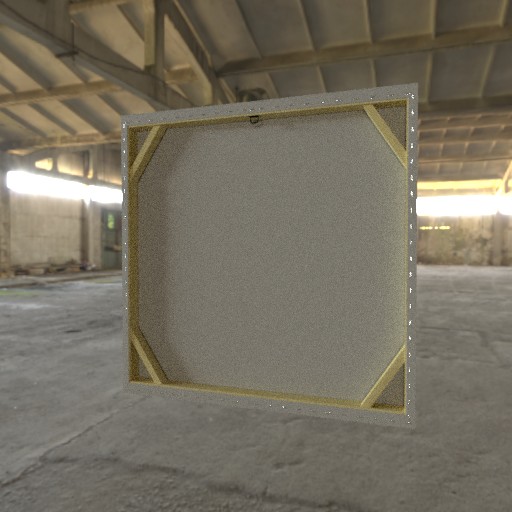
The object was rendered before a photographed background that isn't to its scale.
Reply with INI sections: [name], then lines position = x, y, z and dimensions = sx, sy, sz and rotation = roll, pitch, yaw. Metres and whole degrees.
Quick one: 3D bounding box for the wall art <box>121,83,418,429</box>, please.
[wall art]
position = 0.000, 0.000, 0.895
dimensions = 0.610, 0.610, 0.038
rotation = 0, 1, 19
